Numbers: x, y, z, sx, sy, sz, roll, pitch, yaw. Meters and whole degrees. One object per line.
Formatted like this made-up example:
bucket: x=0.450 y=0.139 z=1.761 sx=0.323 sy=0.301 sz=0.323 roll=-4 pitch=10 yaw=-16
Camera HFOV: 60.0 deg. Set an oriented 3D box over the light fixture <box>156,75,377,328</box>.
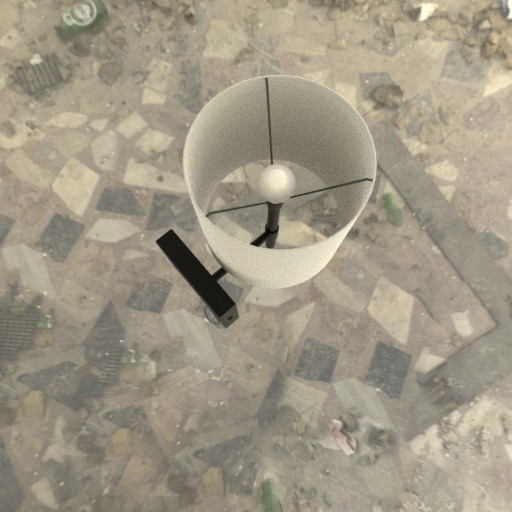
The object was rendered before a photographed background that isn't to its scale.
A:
light fixture: x=0.000 y=0.000 z=0.709 sx=0.248 sy=0.589 sz=0.188 roll=-40 pitch=79 yaw=-10
